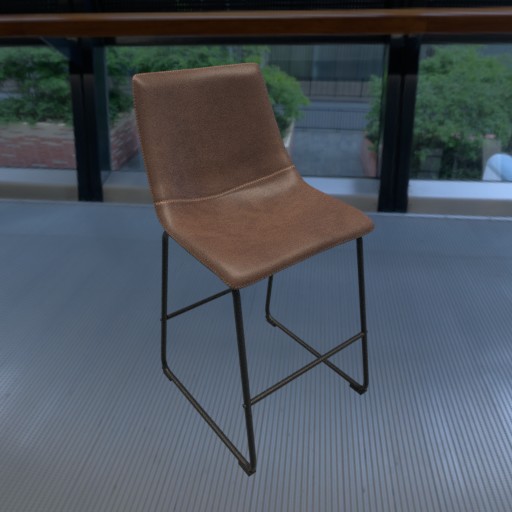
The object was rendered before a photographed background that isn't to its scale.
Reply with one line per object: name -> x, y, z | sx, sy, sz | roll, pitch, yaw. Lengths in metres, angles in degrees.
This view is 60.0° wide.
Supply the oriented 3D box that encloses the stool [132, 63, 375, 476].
stool -> 0.000, 0.000, 1.195 | 0.460, 0.890, 0.550 | -22, 37, -32
